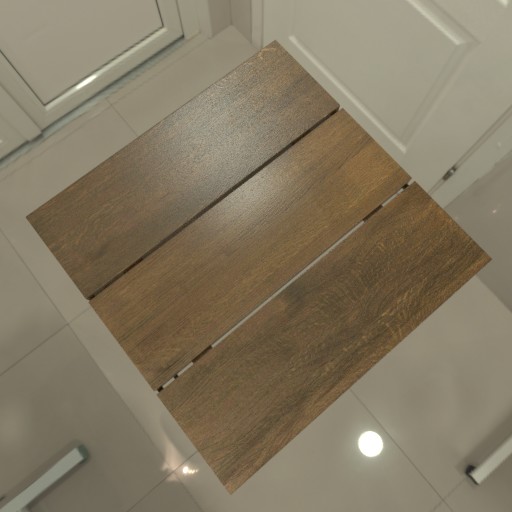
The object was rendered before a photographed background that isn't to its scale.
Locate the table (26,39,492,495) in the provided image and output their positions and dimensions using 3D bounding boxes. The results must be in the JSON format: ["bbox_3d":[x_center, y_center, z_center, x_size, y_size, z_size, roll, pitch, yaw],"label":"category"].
[{"bbox_3d":[0.000,0.000,1.395,0.900,0.400,0.900,-39,79,-9],"label":"table"}]
